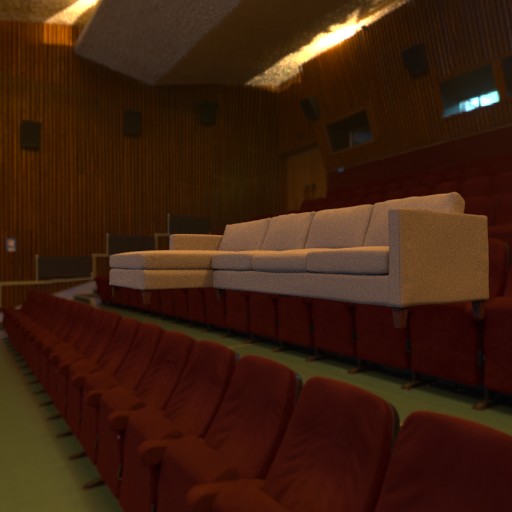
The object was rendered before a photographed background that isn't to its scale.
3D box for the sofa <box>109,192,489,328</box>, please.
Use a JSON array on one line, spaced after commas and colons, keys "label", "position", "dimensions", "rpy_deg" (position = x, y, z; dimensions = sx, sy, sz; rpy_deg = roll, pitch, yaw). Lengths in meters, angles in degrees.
[{"label": "sofa", "position": [0.000, 0.000, 3.823], "dimensions": [1.625, 0.846, 3.186], "rpy_deg": [0, -1, -34]}]
